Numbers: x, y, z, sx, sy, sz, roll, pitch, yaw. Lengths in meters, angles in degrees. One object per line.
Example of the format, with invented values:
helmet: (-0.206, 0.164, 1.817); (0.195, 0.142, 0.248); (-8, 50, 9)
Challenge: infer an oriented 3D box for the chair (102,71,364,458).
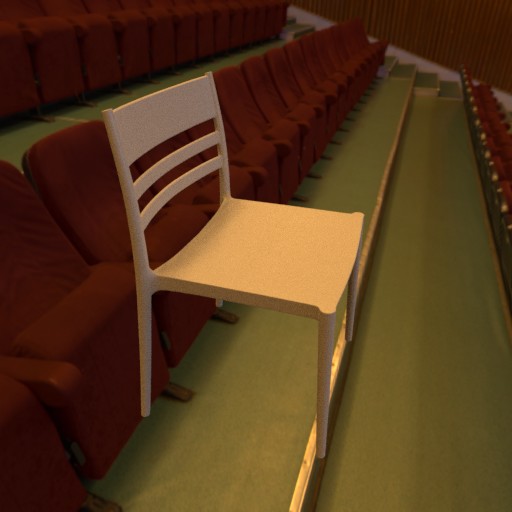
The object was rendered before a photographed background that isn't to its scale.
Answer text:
chair: (0.000, 0.000, 1.138); (0.511, 0.800, 0.531); (10, 32, 16)
